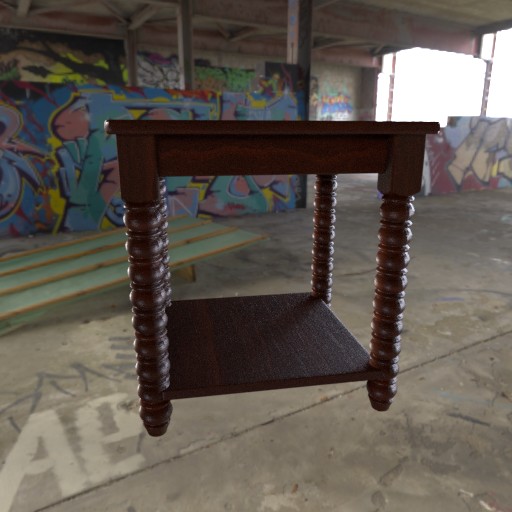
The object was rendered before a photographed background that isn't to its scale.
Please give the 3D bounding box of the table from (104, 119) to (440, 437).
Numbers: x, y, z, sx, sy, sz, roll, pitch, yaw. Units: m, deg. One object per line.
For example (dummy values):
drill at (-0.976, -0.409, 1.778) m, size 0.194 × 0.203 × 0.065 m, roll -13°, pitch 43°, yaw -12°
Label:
table at (0.000, 0.000, 0.991) m, size 0.533 × 0.567 × 0.500 m, roll -3°, pitch 16°, yaw -10°
